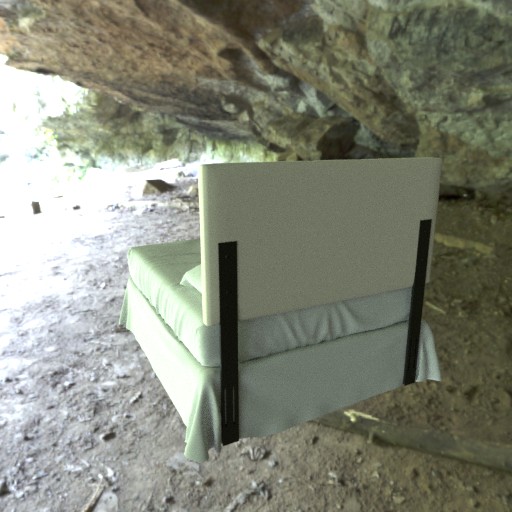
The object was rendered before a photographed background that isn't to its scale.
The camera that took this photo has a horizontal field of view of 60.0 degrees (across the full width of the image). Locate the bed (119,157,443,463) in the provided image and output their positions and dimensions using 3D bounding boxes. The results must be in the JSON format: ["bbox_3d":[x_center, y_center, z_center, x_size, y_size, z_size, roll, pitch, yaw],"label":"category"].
[{"bbox_3d":[0.000,0.000,3.525,1.936,1.577,2.222,-7,17,-26],"label":"bed"}]
